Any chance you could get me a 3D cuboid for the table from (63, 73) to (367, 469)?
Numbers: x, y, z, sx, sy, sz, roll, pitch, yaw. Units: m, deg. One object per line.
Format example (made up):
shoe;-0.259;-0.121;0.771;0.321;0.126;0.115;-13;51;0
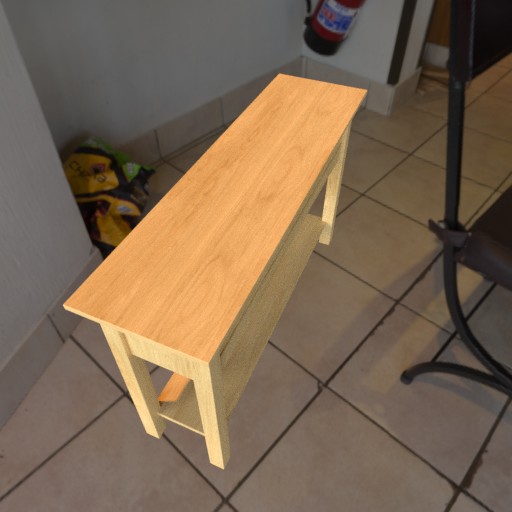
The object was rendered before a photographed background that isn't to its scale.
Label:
table;0.000;0.000;1.546;0.350;0.730;1.240;18;48;16
